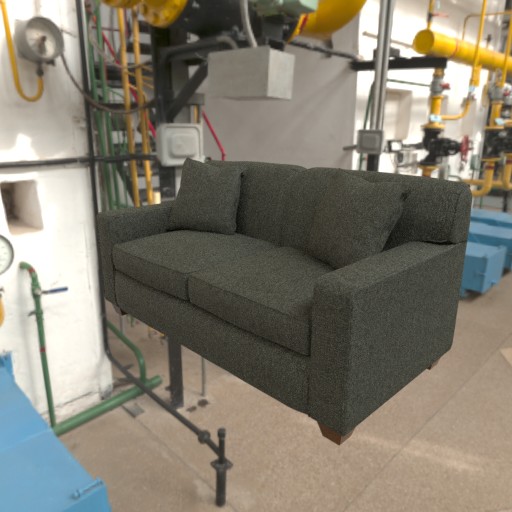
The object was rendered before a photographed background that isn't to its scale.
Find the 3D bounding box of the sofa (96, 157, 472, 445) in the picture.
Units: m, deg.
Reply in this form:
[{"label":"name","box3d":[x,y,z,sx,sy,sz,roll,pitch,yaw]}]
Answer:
[{"label":"sofa","box3d":[0.000,0.000,2.406,0.998,0.958,1.846,-16,23,-42]}]
